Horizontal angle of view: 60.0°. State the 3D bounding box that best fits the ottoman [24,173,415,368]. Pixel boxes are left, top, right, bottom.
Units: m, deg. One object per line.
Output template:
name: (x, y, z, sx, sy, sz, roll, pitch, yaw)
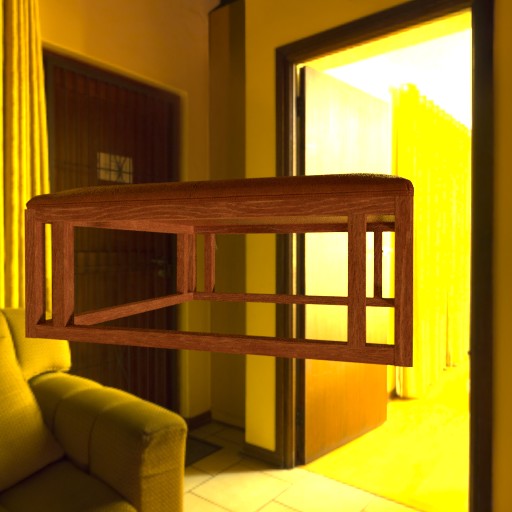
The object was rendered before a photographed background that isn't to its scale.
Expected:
ottoman: (0.000, 0.000, 1.542, 1.016, 0.442, 1.013, 0, 1, 18)
